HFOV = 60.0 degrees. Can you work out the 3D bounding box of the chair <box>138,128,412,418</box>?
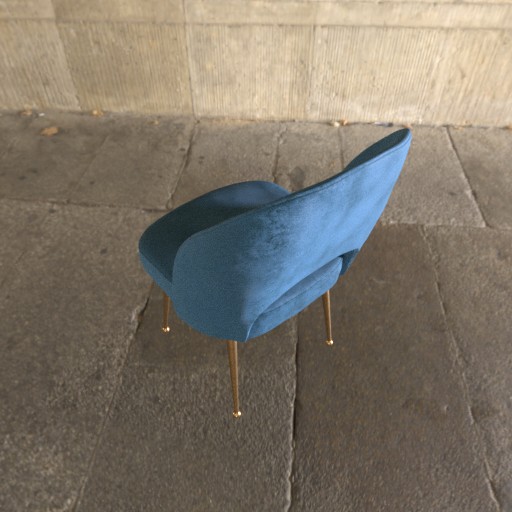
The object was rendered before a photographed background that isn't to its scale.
[{"bbox_3d":[0.000,0.000,1.171,0.527,0.860,0.577,-30,52,-27],"label":"chair"}]
